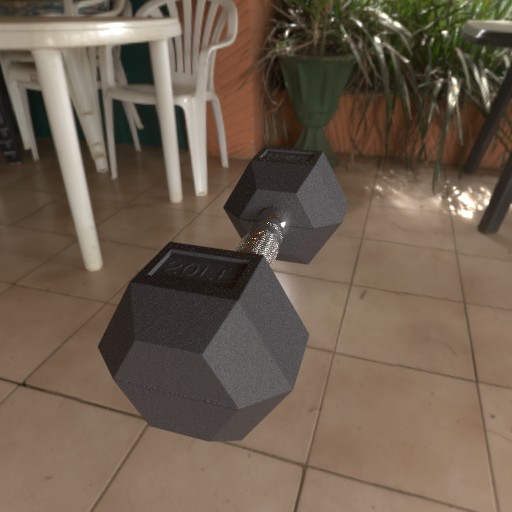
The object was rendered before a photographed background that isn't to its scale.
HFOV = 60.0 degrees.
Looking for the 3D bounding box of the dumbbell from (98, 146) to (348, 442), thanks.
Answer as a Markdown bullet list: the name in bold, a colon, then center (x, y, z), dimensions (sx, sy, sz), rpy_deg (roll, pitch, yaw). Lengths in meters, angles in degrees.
- **dumbbell**: center (0.000, 0.000, 0.350), dimensions (0.116, 0.101, 0.297), rpy_deg (8, 31, 14)
